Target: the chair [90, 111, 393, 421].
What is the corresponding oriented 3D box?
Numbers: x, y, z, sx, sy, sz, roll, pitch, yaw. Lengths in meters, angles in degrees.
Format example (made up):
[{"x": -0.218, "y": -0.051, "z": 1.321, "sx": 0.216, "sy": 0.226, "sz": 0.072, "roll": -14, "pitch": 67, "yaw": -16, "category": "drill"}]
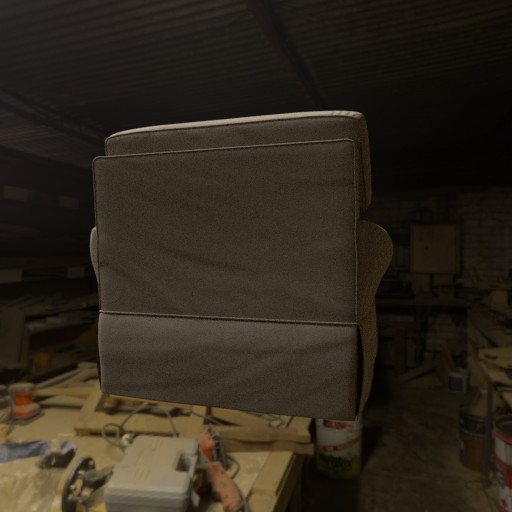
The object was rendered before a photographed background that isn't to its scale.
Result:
[{"x": 0.000, "y": 0.000, "z": 1.923, "sx": 1.135, "sy": 1.017, "sz": 0.988, "roll": 0, "pitch": 1, "yaw": 17, "category": "chair"}]
